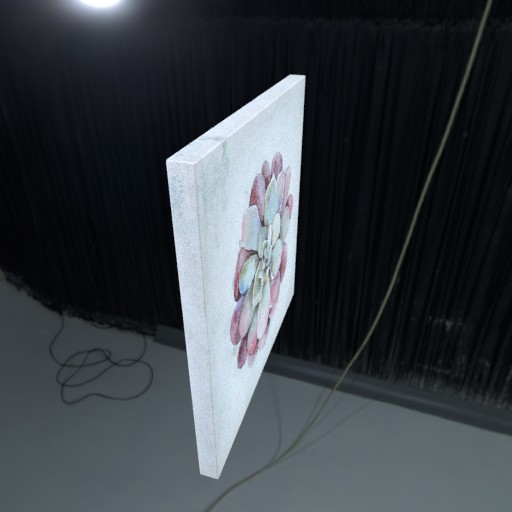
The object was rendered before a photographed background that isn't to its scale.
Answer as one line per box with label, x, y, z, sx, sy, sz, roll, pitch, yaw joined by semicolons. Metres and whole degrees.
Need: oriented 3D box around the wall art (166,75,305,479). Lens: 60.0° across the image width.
wall art;0.000;0.000;0.911;0.044;0.605;0.605;9;33;15
